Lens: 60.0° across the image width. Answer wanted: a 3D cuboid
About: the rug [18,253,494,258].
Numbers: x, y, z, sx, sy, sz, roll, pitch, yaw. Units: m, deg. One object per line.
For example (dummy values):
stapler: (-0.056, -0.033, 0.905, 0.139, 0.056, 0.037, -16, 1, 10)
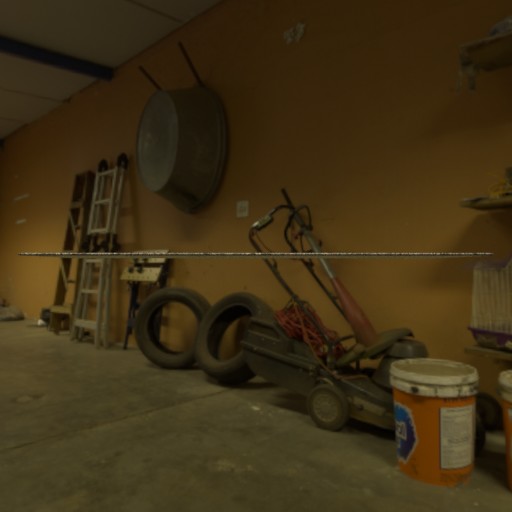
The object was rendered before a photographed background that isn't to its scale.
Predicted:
rug: (0.000, 0.000, 2.487, 2.305, 0.013, 0.719, 0, -1, 0)
